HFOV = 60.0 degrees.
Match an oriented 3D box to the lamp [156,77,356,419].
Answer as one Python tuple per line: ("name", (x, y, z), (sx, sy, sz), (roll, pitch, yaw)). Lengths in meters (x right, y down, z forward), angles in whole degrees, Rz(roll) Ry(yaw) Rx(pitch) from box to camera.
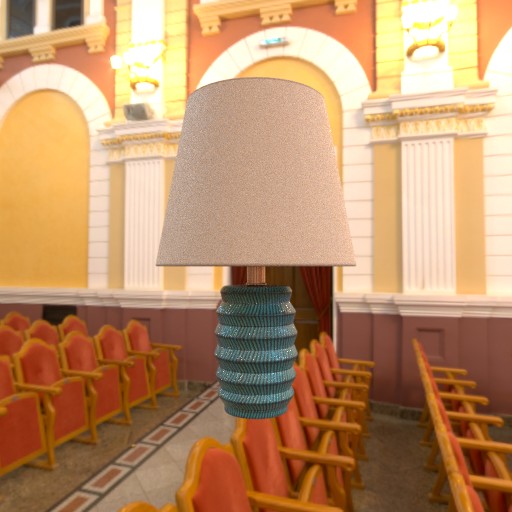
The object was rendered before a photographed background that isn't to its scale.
("lamp", (0.000, 0.000, 0.574), (0.254, 0.392, 0.254), (0, -1, 0))
